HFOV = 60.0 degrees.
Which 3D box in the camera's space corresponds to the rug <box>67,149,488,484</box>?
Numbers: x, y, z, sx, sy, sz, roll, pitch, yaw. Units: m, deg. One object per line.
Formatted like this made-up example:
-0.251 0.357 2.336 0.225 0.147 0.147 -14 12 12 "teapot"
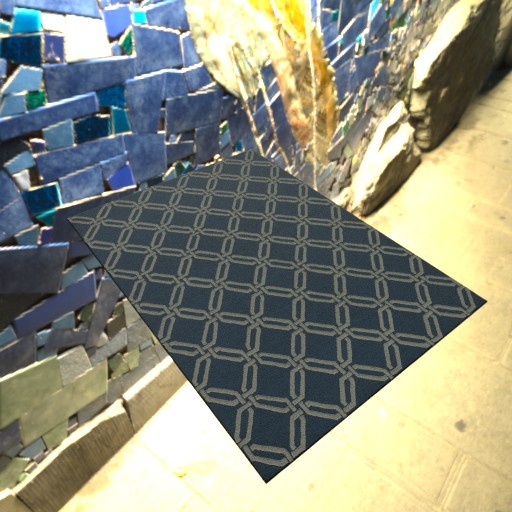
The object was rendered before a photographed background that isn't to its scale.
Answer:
0.000 0.000 4.218 2.432 0.018 3.342 -27 49 -27 "rug"
